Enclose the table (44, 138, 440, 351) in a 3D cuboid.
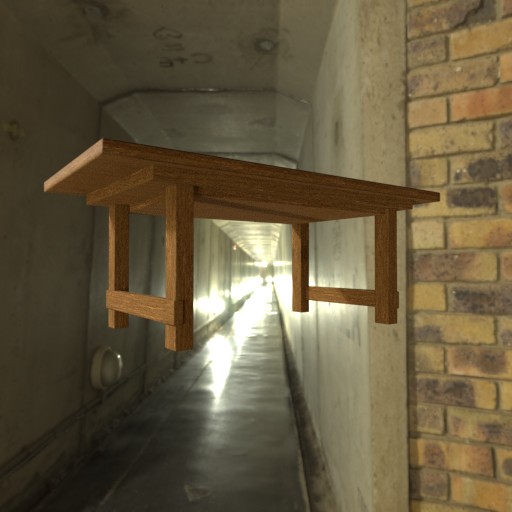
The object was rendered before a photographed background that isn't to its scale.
[{"bbox_3d":[0.000,0.000,2.457,1.982,0.762,1.000,1,-1,-36],"label":"table"}]
